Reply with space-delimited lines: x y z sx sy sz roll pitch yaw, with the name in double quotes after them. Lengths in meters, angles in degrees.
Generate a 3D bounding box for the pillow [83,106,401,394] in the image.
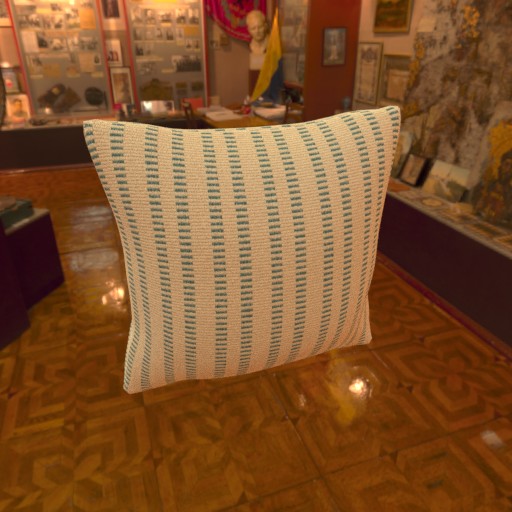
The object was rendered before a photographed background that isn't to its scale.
0.000 0.000 0.670 0.438 0.419 0.247 -8 28 -15 "pillow"
